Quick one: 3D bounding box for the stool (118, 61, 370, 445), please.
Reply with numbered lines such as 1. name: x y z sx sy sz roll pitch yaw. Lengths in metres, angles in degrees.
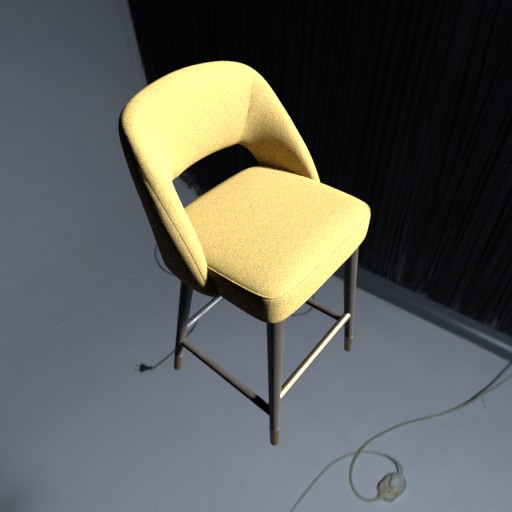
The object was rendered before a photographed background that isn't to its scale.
1. stool: 0.000 0.000 1.275 0.522 0.939 0.536 28 49 28
